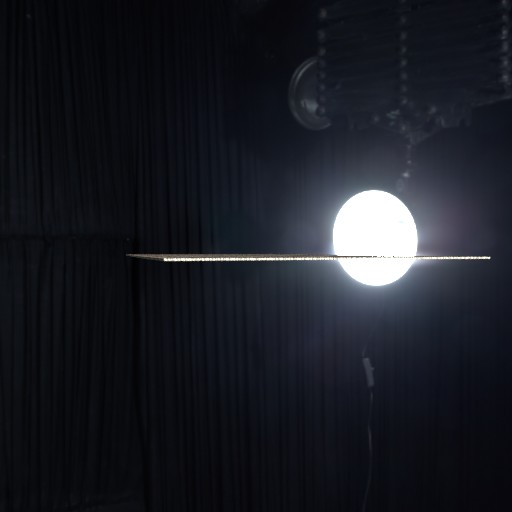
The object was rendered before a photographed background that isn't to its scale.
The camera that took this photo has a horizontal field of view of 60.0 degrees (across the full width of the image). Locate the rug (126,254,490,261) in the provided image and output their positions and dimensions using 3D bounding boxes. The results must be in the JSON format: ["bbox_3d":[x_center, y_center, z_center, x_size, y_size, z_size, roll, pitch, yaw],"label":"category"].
[{"bbox_3d":[0.000,0.000,2.893,1.522,0.008,2.284,0,1,-20],"label":"rug"}]
